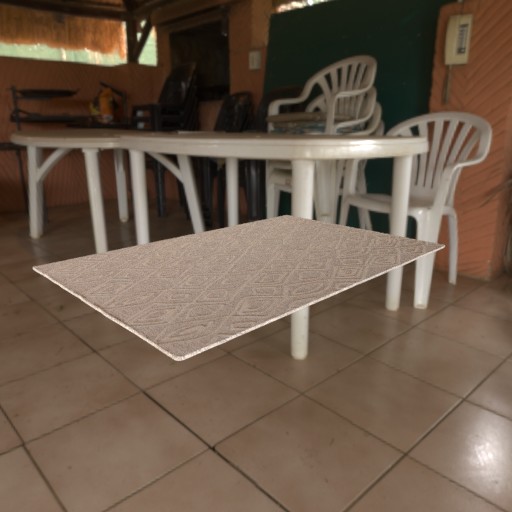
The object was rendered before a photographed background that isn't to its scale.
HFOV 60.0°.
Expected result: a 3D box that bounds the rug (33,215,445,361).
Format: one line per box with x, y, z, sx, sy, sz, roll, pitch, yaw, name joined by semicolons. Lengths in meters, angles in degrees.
0.000;0.000;2.331;1.832;0.016;1.224;-16;23;-42;rug
